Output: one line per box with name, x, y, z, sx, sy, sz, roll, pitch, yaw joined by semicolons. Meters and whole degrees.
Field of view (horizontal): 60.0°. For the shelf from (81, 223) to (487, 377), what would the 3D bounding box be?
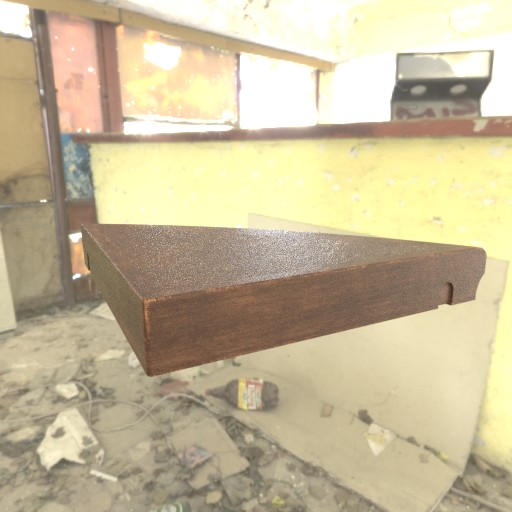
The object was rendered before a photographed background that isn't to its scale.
shelf;0.000;0.000;0.465;0.310;0.050;0.310;-7;15;-27
